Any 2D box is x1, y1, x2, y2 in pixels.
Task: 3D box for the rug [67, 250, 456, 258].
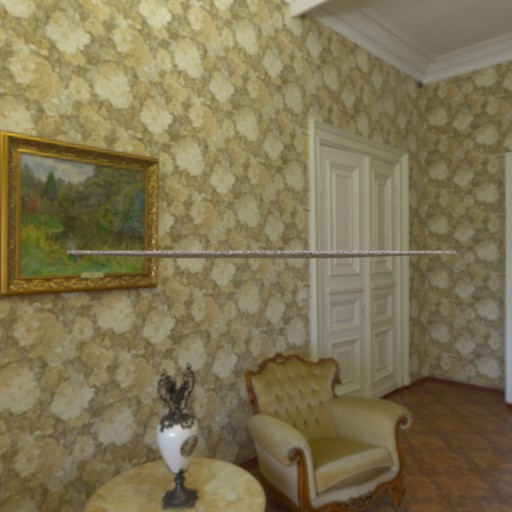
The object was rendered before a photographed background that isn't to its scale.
[{"bbox_3d":[0.000,0.000,2.886,1.547,0.013,2.283,0,-1,-1],"label":"rug"}]
